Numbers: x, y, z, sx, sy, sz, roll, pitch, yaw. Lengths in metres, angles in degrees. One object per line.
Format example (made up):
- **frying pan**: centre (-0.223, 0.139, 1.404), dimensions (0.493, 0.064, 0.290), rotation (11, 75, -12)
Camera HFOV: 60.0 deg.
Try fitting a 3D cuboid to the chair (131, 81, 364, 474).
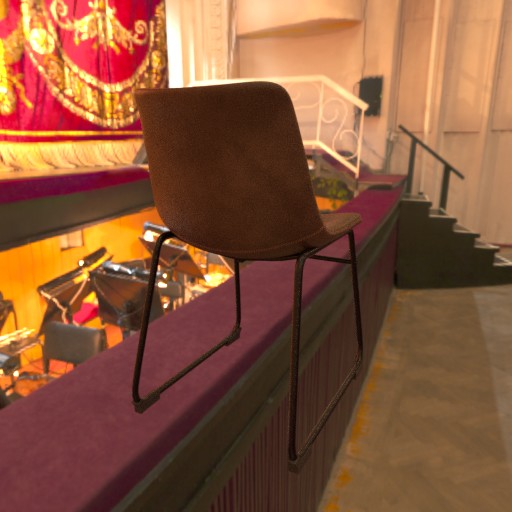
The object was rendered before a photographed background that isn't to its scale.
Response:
- **chair**: centre (0.000, 0.000, 1.132), dimensions (0.460, 0.780, 0.551), rotation (8, 18, 27)
